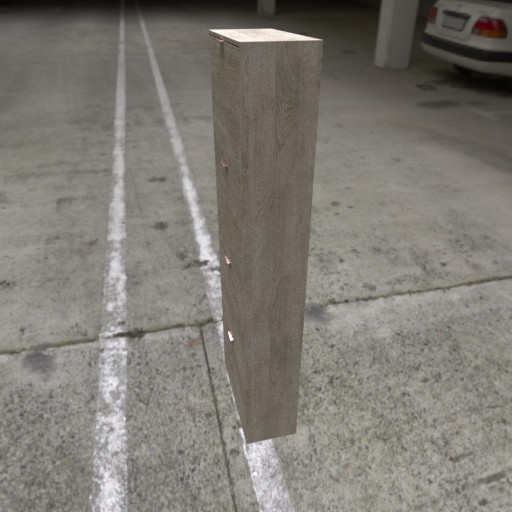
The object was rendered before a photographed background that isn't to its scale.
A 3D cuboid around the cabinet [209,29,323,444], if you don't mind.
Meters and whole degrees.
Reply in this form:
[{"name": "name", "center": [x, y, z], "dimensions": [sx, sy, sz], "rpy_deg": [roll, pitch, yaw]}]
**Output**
[{"name": "cabinet", "center": [0.000, 0.000, 1.817], "dimensions": [0.250, 1.630, 0.520], "rpy_deg": [-7, 31, -12]}]
